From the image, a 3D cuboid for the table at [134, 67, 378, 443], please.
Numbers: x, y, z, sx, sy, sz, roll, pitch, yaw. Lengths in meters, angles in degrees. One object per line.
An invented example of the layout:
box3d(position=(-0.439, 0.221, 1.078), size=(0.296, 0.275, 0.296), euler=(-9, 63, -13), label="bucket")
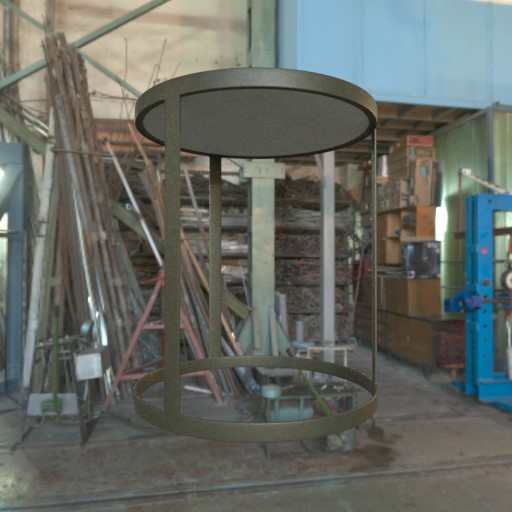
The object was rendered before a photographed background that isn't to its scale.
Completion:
box3d(position=(0.000, 0.000, 0.906), size=(0.480, 0.565, 0.480), euler=(0, -1, 0), label="table")
